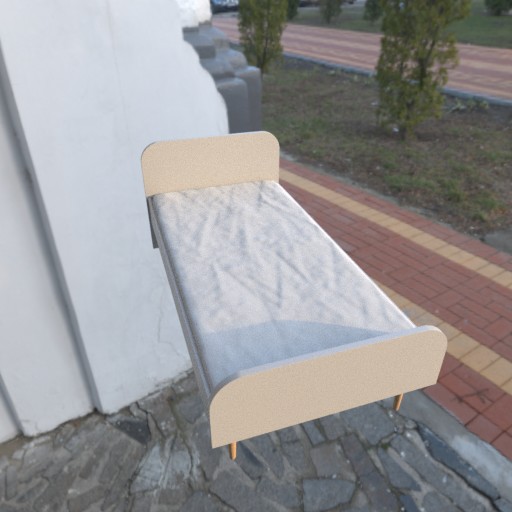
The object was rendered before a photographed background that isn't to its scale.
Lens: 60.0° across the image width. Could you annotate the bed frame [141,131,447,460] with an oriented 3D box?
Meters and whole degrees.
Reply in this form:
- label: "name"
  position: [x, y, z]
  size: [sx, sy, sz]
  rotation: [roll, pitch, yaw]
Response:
- label: "bed frame"
  position: [0.000, 0.000, 2.494]
  size: [0.998, 0.805, 1.963]
  rotation: [-10, 33, -16]
